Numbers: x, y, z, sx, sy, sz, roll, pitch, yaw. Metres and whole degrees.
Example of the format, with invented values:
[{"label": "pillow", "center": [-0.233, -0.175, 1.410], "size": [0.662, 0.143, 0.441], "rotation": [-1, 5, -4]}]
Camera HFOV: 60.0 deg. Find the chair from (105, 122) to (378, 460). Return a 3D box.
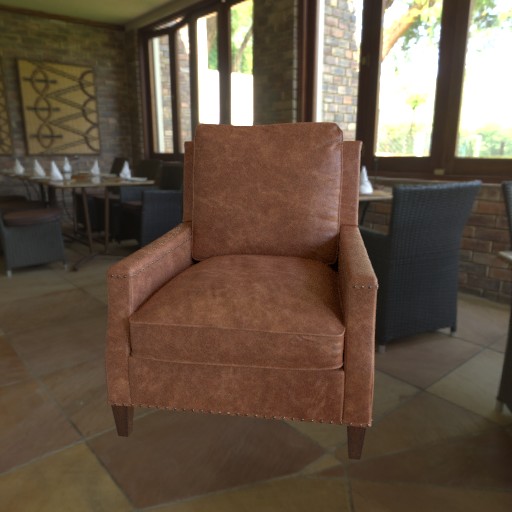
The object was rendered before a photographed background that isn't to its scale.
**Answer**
[{"label": "chair", "center": [0.000, 0.000, 1.760], "size": [0.854, 1.054, 1.035], "rotation": [2, 14, 8]}]
